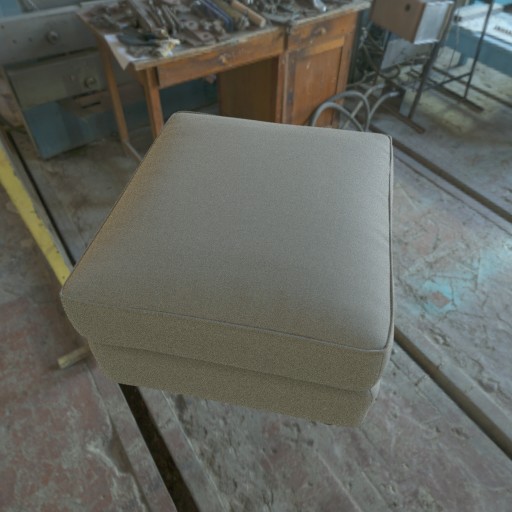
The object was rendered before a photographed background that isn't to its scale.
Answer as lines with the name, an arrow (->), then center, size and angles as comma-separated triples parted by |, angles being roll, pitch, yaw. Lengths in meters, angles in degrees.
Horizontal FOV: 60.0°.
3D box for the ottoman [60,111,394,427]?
ottoman -> 0.000, 0.000, 1.153 | 0.662, 0.505, 0.716 | 9, 48, 8
